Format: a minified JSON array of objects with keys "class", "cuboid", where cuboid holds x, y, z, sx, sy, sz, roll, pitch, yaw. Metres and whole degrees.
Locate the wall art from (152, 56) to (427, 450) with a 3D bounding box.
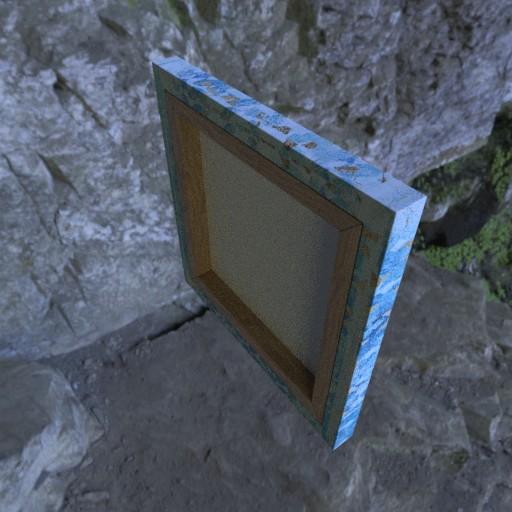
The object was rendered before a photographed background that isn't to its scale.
[{"class":"wall art","cuboid":[0.000,0.000,0.598,0.037,0.405,0.405,-27,49,-26]}]
